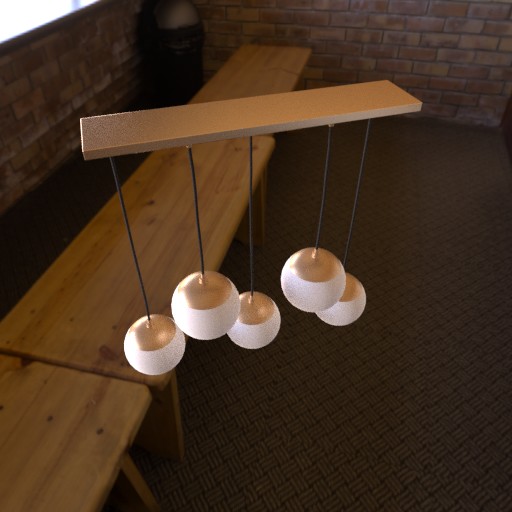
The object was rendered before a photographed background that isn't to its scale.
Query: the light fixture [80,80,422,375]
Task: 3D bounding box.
[{"bbox_3d":[0.000,0.000,1.285,0.863,0.869,0.299,-12,42,-14],"label":"light fixture"}]
